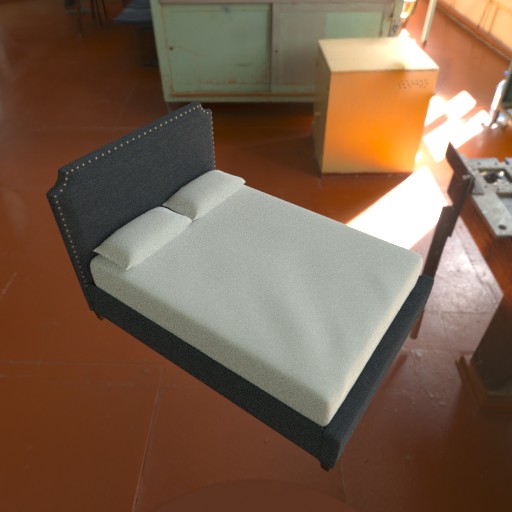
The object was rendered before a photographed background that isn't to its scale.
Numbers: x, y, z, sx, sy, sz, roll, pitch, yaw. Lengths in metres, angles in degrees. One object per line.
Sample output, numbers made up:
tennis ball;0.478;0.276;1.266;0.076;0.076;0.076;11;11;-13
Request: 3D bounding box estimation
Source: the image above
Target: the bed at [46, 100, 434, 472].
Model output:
bed;0.000;0.000;3.418;2.372;1.443;1.713;25;47;26
